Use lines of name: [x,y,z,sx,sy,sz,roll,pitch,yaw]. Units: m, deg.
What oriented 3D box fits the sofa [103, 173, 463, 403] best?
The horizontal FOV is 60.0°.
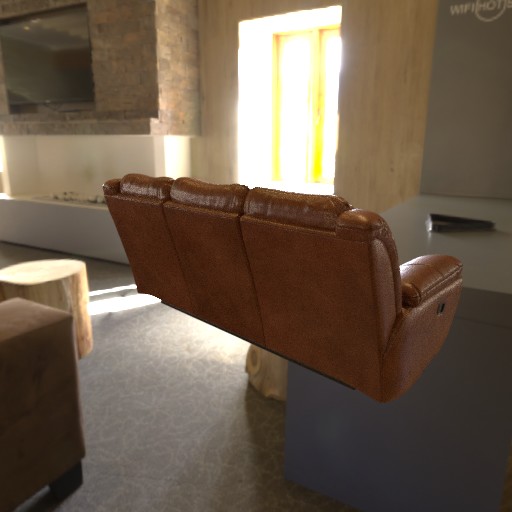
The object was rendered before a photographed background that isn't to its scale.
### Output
sofa: [0.000,0.000,2.915,2.337,1.043,0.991,14,21,43]
